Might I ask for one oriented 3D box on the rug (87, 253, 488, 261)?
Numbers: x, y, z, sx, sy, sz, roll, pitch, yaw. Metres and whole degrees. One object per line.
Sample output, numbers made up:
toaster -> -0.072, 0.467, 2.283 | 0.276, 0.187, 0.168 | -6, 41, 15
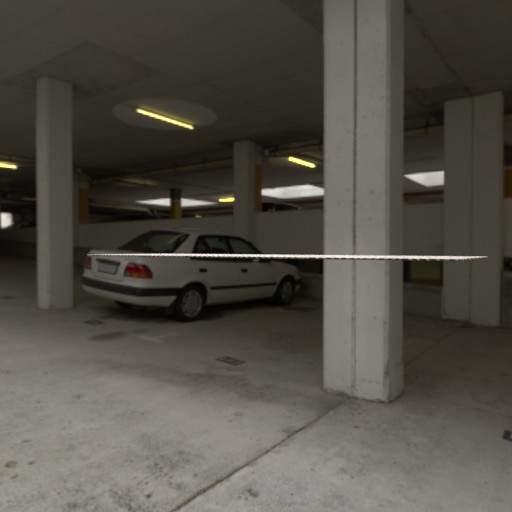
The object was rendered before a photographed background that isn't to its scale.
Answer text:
rug -> 0.000, 0.000, 2.527 | 2.277, 0.008, 0.676 | 1, 1, 36
